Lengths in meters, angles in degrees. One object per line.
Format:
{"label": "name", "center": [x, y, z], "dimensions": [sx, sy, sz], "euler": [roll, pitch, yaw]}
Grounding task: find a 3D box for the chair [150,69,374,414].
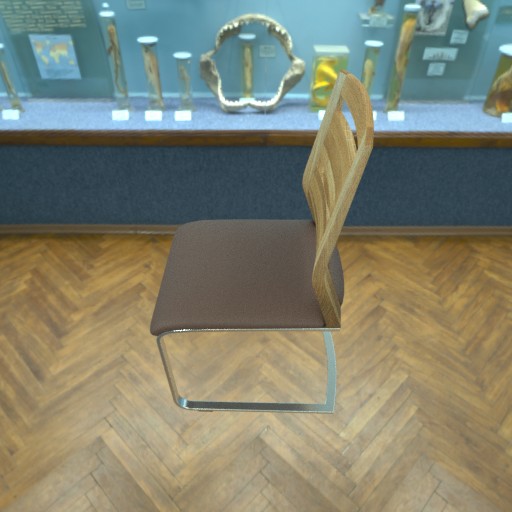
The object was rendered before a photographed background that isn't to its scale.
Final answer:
{"label": "chair", "center": [0.000, 0.000, 1.299], "dimensions": [0.570, 0.970, 0.460], "euler": [1, 41, 1]}
